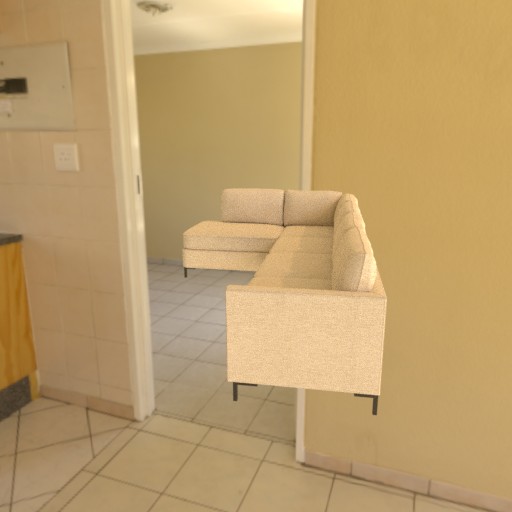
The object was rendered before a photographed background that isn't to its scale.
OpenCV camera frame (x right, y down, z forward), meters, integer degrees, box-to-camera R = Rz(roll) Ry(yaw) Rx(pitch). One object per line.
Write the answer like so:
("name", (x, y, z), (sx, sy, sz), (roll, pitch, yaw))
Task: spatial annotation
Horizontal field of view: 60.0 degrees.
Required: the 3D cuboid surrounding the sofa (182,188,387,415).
("sofa", (0.000, 0.000, 4.241), (2.048, 0.996, 3.384), (2, 14, 10))
